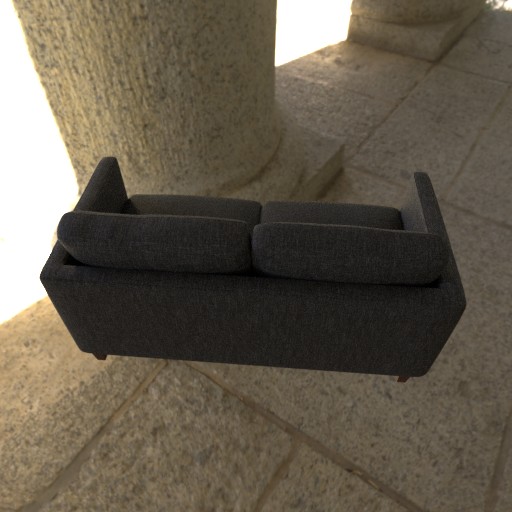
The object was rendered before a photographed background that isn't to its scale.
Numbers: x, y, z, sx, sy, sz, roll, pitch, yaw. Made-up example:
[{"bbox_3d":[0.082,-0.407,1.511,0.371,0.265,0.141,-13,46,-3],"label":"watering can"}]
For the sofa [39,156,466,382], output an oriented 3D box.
[{"bbox_3d":[0.000,0.000,2.407,1.884,0.963,0.950,3,48,3],"label":"sofa"}]
